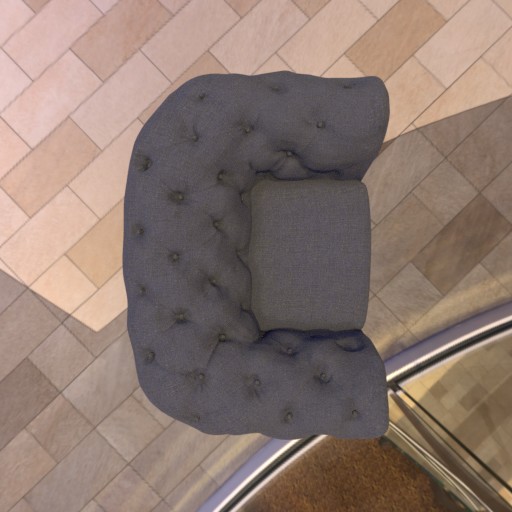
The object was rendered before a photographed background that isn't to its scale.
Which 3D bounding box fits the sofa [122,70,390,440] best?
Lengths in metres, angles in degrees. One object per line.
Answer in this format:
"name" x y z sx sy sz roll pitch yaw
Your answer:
"sofa" 0.000 0.000 2.007 1.032 0.878 1.405 0 90 0
